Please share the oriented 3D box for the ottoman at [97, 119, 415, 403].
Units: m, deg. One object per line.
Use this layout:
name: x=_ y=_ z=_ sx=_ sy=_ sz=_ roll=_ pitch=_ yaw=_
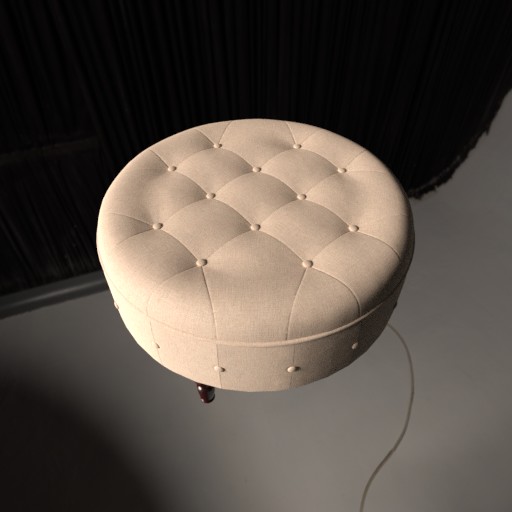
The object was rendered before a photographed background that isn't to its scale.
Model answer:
ottoman: x=0.000 y=0.000 z=1.337 sx=0.848 sy=0.494 sz=0.848 roll=0 pitch=46 yaw=0
